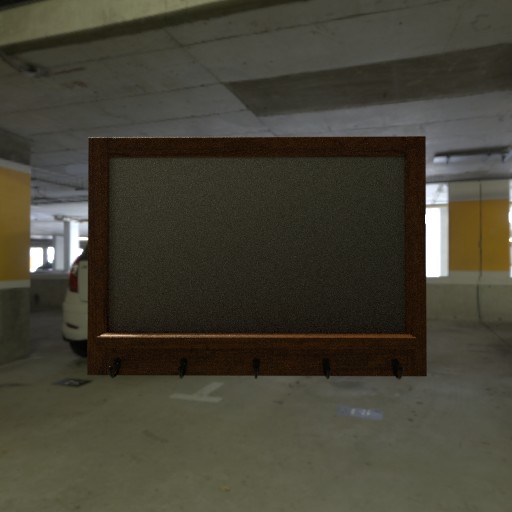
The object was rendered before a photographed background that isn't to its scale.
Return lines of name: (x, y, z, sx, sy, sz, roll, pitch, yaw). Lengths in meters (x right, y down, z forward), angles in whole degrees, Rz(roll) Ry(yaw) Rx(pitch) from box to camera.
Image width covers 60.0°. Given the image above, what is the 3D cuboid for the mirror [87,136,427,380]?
mirror: (0.000, 0.000, 0.974, 0.758, 0.537, 0.084, 0, -1, 1)
